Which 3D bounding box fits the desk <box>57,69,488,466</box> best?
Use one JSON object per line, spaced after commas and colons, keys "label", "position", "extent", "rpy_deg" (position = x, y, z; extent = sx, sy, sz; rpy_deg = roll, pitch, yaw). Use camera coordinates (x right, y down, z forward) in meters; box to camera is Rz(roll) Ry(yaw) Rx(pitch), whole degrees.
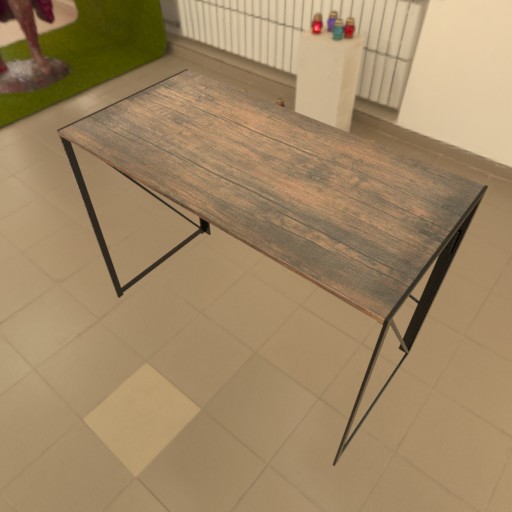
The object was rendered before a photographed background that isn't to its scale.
{"label": "desk", "position": [0.000, 0.000, 1.412], "extent": [1.015, 0.747, 0.505], "rpy_deg": [31, 54, 26]}
